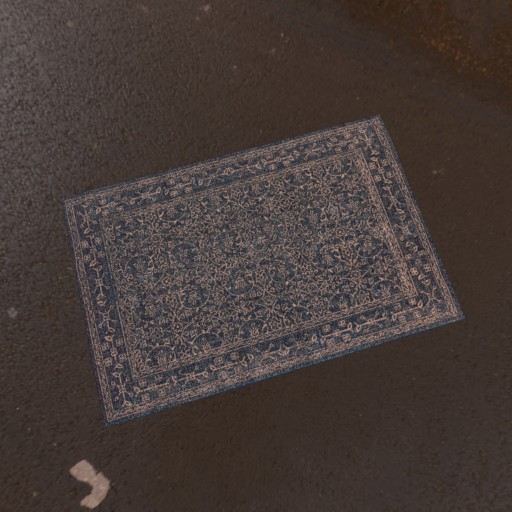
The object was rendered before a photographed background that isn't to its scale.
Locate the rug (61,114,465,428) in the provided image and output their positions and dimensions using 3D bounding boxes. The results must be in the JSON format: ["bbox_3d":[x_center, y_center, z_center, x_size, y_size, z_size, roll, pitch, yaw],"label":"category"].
[{"bbox_3d":[0.000,0.000,2.281,1.819,0.005,1.200,-16,75,-4],"label":"rug"}]
